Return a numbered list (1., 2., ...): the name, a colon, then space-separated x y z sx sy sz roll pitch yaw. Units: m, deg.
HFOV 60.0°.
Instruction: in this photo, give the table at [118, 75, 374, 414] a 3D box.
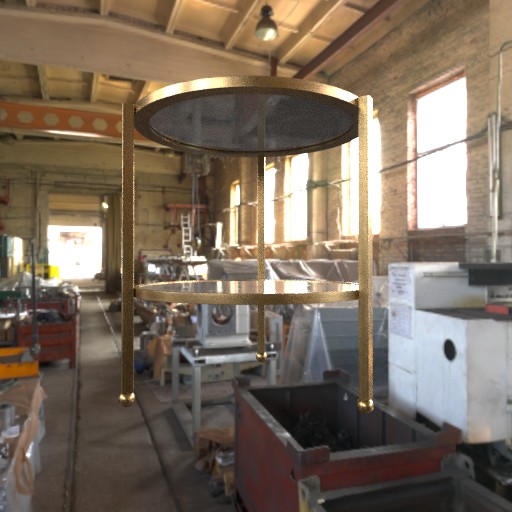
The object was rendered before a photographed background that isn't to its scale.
1. table: 0.000 0.000 0.444 0.243 0.269 0.231 0 -1 35
